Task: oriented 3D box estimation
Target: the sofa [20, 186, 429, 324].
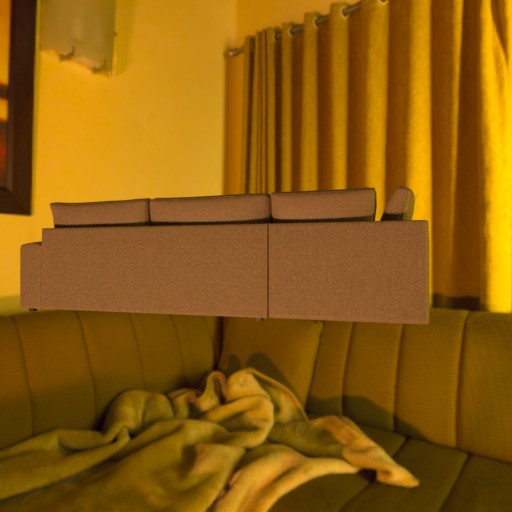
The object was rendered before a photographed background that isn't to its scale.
[{"bbox_3d":[0.000,0.000,4.029,2.742,0.800,2.622,0,0,17],"label":"sofa"}]
